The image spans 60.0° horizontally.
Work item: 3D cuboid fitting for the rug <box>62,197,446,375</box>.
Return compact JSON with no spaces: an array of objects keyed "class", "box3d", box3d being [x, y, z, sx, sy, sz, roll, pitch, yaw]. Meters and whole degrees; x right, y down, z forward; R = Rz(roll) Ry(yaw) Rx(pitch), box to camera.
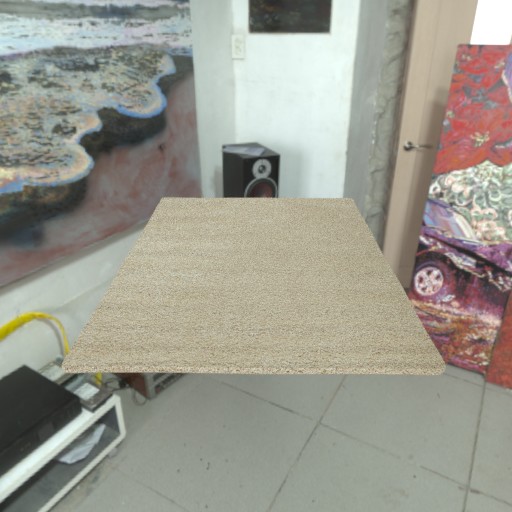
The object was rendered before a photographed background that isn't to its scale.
[{"class":"rug","box3d":[0.000,0.000,2.081,1.199,0.025,1.600,0,27,0]}]
